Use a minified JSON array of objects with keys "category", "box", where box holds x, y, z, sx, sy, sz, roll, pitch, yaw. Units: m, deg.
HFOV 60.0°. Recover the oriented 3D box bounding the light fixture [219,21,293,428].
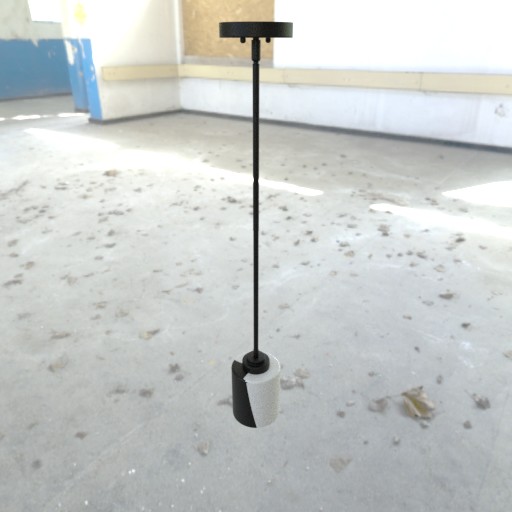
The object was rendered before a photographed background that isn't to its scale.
[{"category":"light fixture","box":[0.000,0.000,0.926,0.123,0.863,0.123,18,31,32]}]
